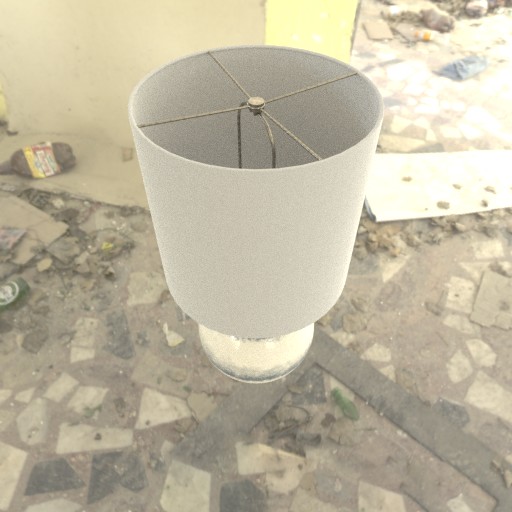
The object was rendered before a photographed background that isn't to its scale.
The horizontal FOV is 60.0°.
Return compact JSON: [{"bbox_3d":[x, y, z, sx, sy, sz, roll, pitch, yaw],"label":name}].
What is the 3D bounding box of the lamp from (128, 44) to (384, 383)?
[{"bbox_3d":[0.000,0.000,0.528,0.216,0.404,0.216,26,52,22],"label":"lamp"}]
